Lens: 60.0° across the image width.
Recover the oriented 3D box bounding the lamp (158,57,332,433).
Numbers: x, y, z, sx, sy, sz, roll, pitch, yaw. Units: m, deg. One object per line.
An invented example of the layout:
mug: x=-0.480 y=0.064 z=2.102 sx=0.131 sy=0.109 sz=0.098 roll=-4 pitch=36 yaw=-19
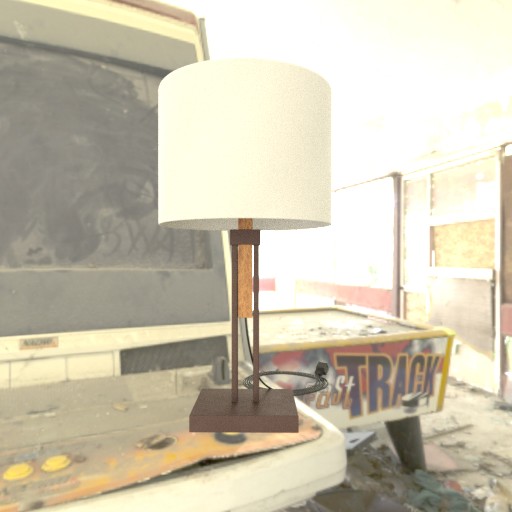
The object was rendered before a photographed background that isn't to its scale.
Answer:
lamp: x=0.000 y=0.000 z=1.008 sx=0.396 sy=0.668 sz=0.525 roll=0 pitch=0 yaw=1
